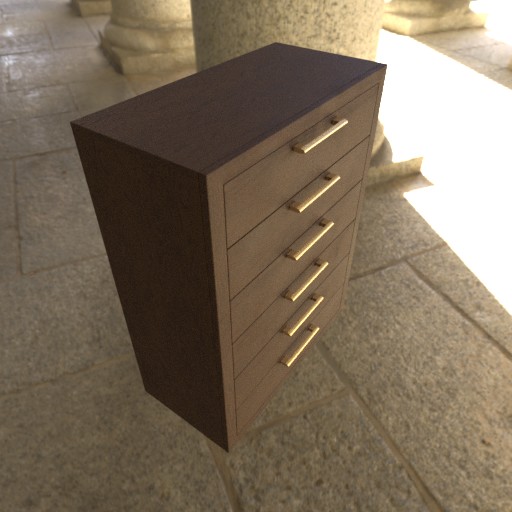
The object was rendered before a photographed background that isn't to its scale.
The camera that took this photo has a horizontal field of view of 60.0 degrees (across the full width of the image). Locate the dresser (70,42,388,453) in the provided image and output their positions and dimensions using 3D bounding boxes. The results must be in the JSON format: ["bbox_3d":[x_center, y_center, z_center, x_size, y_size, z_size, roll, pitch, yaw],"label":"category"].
[{"bbox_3d":[0.000,0.000,1.777,0.516,1.320,0.964,25,46,27],"label":"dresser"}]
